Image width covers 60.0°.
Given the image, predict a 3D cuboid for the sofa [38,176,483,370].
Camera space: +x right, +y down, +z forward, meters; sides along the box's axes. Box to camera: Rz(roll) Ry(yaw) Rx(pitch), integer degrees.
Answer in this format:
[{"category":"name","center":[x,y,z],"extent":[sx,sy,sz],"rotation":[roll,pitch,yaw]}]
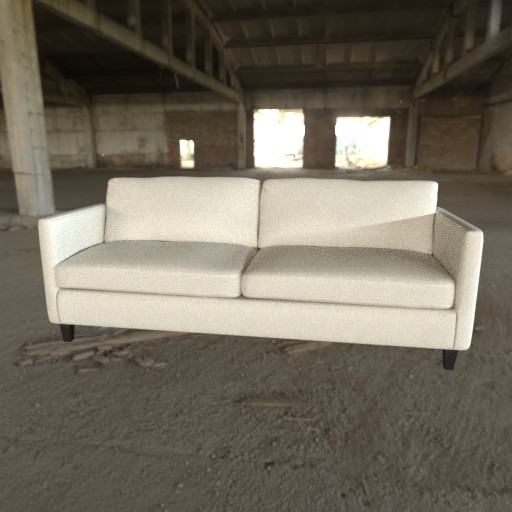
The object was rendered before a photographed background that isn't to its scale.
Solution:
[{"category":"sofa","center":[0.000,0.000,2.843],"extent":[2.434,0.965,0.948],"rotation":[2,14,9]}]
